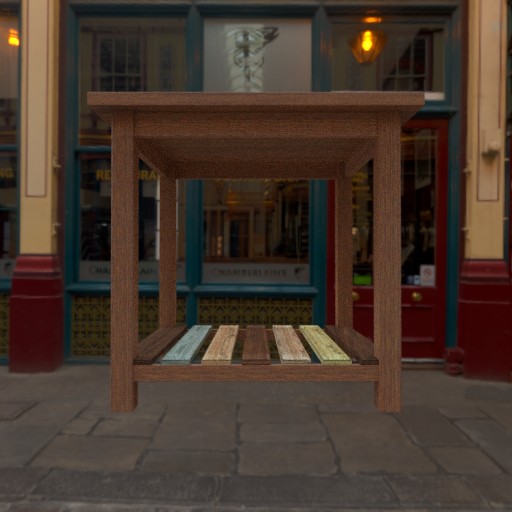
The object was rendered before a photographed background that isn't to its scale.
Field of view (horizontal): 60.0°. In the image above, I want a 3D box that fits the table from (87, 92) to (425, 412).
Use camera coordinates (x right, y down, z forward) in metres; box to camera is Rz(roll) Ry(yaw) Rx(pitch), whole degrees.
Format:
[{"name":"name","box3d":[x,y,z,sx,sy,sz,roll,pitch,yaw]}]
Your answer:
[{"name":"table","box3d":[0.000,0.000,1.143,0.660,0.635,0.559,0,-1,0]}]
